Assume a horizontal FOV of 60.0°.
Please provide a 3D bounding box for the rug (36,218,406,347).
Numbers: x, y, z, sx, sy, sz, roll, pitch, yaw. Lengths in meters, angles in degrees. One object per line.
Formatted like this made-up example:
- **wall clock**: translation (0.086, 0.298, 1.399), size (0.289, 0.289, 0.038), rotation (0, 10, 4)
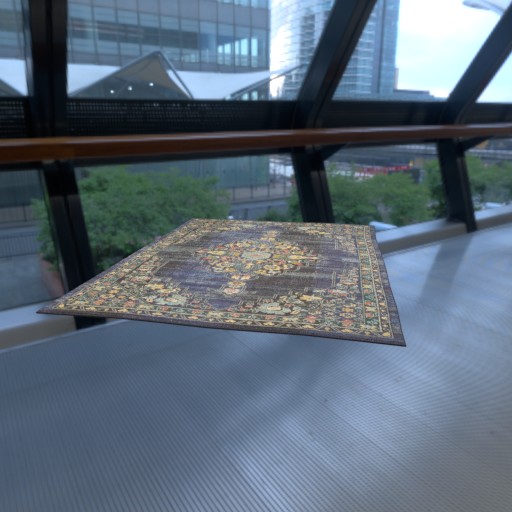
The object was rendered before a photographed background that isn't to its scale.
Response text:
- **rug**: translation (0.000, 0.000, 4.813), size (2.716, 0.035, 3.612), rotation (3, 17, 11)
